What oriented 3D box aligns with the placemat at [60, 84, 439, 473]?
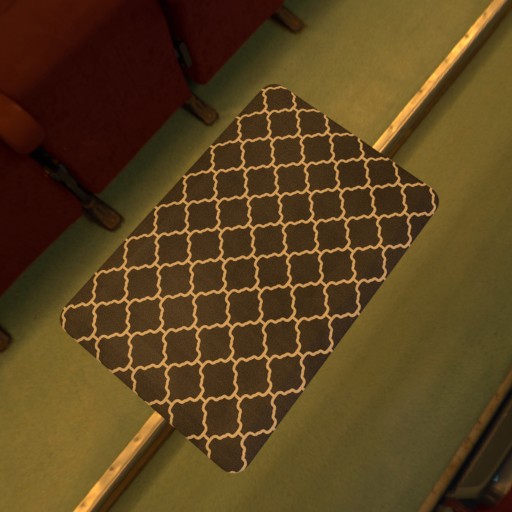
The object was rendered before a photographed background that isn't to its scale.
[{"bbox_3d":[0.000,0.000,0.977,0.508,0.021,0.762,38,78,9],"label":"placemat"}]
